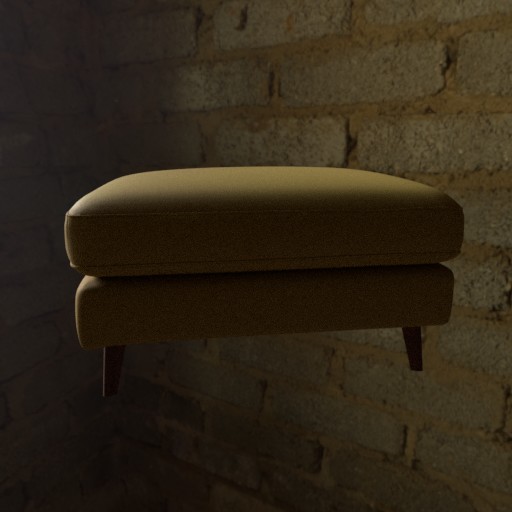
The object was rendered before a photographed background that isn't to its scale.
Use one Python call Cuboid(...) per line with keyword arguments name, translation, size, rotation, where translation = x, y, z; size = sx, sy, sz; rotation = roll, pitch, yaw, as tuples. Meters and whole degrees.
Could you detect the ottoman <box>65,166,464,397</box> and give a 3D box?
Cuboid(name="ottoman", translation=(0.000, 0.000, 1.153), size=(0.811, 0.449, 0.608), rotation=(-2, 14, -9))
